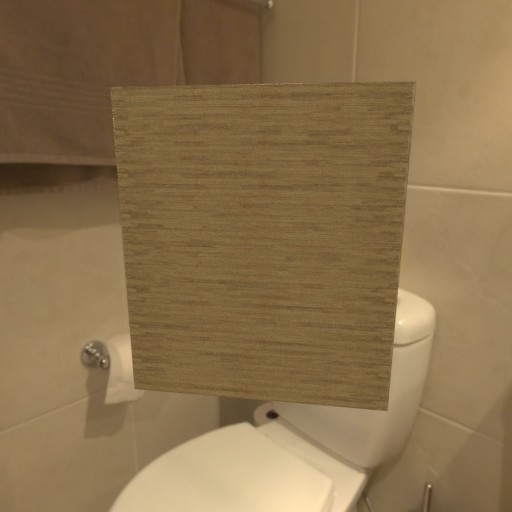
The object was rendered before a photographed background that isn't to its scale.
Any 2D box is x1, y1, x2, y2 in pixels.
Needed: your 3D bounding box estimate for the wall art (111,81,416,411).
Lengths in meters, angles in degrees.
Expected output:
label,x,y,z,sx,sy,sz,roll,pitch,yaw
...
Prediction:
label,x,y,z,sx,sy,sz,roll,pitch,yaw
wall art,0.000,0.000,0.768,0.483,0.559,0.009,2,15,8
